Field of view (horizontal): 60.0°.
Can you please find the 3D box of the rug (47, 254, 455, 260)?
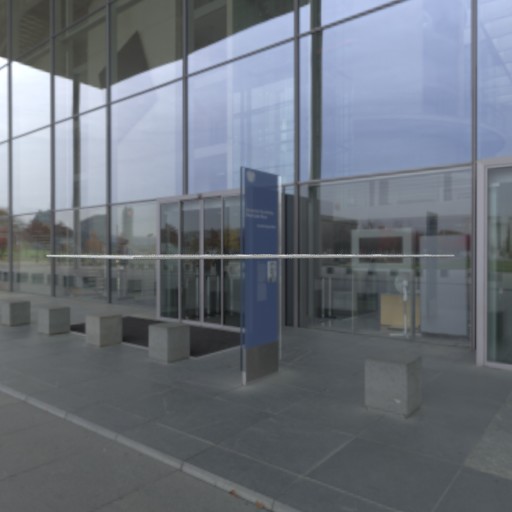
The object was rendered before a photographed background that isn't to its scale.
[{"bbox_3d":[0.000,0.000,2.971,2.290,0.014,1.526,0,0,-37],"label":"rug"}]
